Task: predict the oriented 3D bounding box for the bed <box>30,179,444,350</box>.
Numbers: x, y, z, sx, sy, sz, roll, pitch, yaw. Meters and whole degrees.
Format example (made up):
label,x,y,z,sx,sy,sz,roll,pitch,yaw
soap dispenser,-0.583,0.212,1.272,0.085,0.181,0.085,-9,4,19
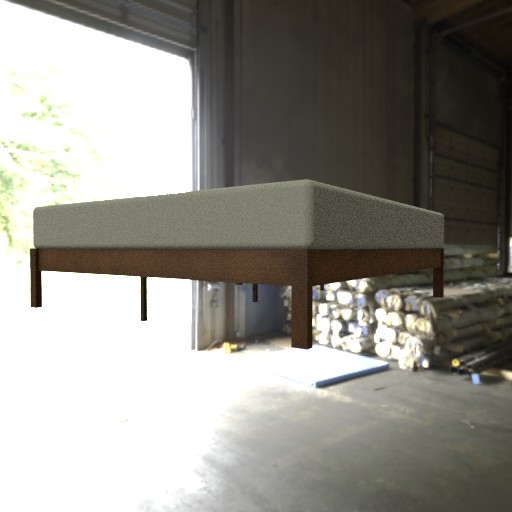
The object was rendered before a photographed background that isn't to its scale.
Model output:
label,x,y,z,sx,sy,sz,roll,pitch,yaw
bed,0.000,0.000,2.972,1.930,0.616,2.049,1,1,36
